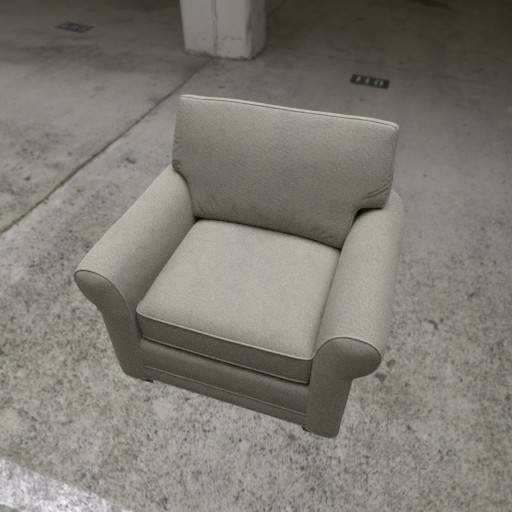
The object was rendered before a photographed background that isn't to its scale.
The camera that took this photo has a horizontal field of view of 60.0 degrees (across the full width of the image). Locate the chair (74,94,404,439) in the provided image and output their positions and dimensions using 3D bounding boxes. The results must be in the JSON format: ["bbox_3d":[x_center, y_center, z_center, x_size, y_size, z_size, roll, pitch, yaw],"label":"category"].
[{"bbox_3d":[0.000,0.000,1.890,1.147,1.044,0.939,13,44,13],"label":"chair"}]
